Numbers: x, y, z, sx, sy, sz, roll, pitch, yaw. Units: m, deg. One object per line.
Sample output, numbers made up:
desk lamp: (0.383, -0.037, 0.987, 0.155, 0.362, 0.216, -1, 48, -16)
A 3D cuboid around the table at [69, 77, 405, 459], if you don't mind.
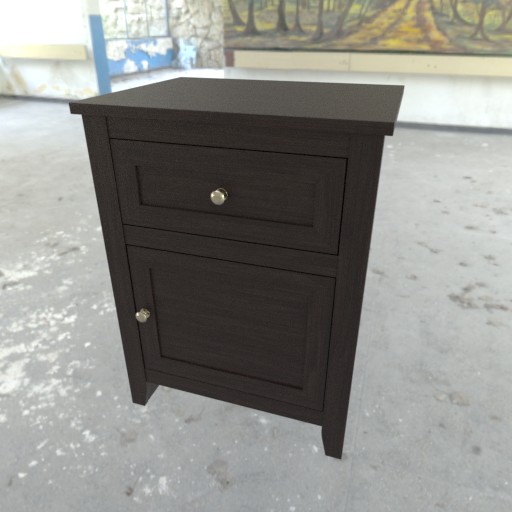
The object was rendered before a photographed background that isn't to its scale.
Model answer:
table: (0.000, 0.000, 0.912, 0.480, 0.635, 0.381, 9, 29, 16)
